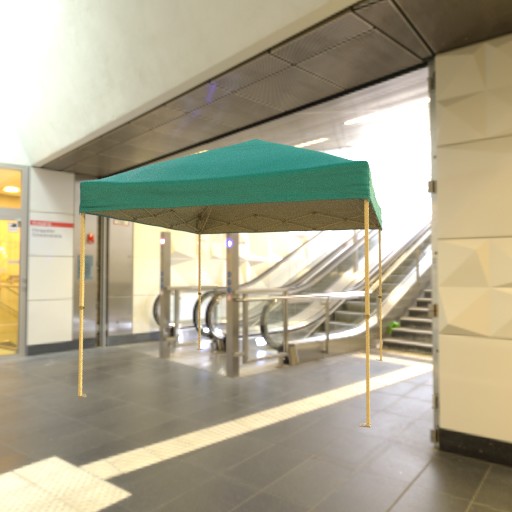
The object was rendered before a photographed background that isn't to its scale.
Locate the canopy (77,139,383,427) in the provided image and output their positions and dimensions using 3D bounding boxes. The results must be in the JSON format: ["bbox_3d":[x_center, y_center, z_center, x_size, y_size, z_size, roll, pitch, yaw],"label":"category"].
[{"bbox_3d":[0.000,0.000,5.622,2.998,2.997,2.996,-1,-2,18],"label":"canopy"}]
